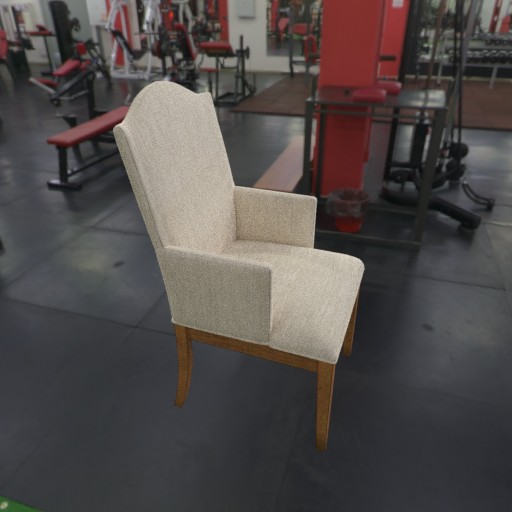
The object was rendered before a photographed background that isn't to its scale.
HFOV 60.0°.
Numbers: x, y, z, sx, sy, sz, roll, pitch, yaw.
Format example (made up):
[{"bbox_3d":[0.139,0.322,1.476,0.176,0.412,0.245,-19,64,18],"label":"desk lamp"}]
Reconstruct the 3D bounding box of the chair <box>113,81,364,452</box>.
[{"bbox_3d":[0.000,0.000,1.411,0.641,1.016,0.533,10,32,17],"label":"chair"}]
